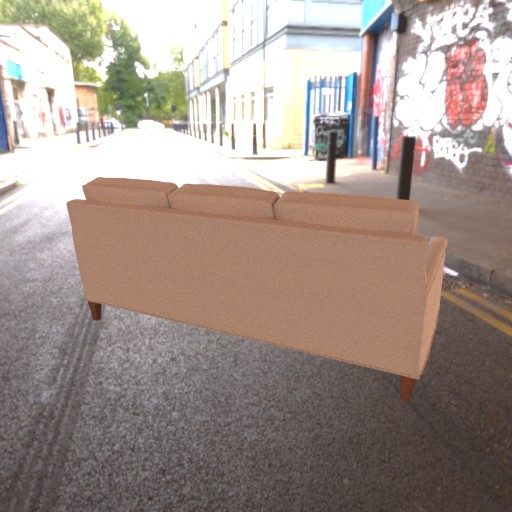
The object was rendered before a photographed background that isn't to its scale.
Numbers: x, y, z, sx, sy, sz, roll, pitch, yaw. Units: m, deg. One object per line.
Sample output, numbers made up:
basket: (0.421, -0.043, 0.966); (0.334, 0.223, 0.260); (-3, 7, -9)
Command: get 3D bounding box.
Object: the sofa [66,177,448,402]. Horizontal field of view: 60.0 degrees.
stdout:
sofa: (0.000, 0.000, 2.892); (2.246, 1.003, 1.084); (8, 19, 25)
